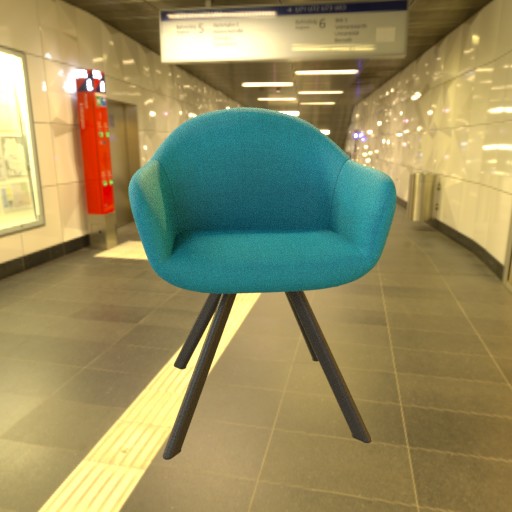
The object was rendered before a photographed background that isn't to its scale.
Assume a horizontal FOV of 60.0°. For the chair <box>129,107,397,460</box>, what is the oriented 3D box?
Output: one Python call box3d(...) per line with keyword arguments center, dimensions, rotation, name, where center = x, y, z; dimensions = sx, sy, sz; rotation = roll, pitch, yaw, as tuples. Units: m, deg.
box3d(center=(0.000, 0.000, 1.194), dimensions=(0.590, 0.795, 0.550), rotation=(-2, 14, -7), name="chair")
